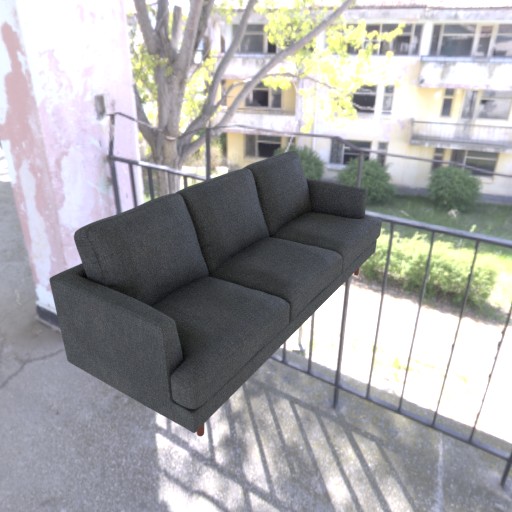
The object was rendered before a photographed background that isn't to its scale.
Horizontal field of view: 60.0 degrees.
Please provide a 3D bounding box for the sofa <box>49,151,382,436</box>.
[{"bbox_3d":[0.000,0.000,2.799,0.903,0.930,2.246,16,30,30],"label":"sofa"}]
